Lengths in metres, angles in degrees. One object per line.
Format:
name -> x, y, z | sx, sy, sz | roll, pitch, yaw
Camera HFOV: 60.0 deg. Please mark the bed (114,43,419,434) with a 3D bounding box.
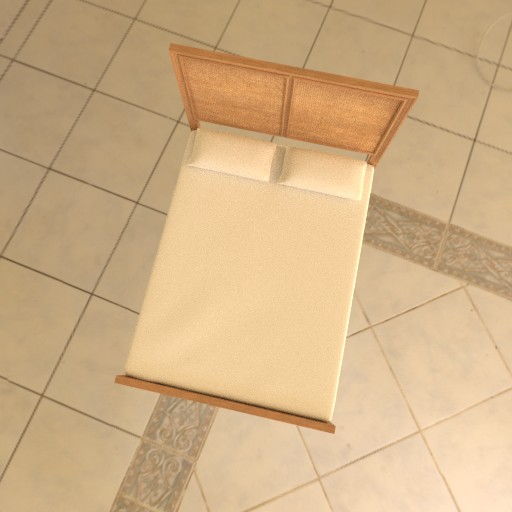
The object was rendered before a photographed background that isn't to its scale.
bed -> 0.000, 0.000, 3.226 | 1.606, 1.387, 2.184 | 12, 76, 3
